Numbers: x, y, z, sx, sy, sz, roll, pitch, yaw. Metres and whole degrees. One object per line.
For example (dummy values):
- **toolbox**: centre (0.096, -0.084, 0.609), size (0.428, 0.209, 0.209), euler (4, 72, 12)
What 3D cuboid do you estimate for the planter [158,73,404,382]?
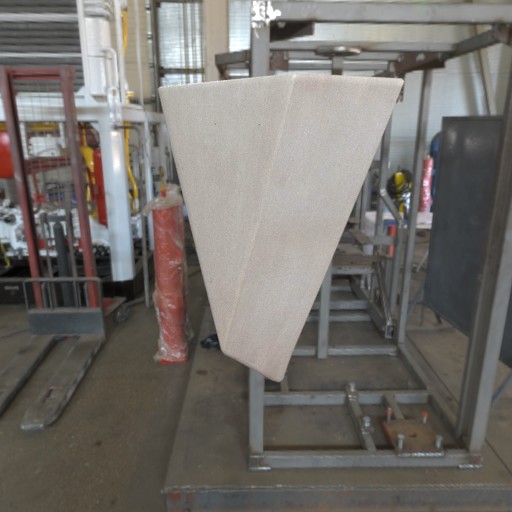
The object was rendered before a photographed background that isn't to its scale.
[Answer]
- **planter**: centre (0.000, 0.000, 0.273), size (0.150, 0.197, 0.060), euler (15, 22, 42)
